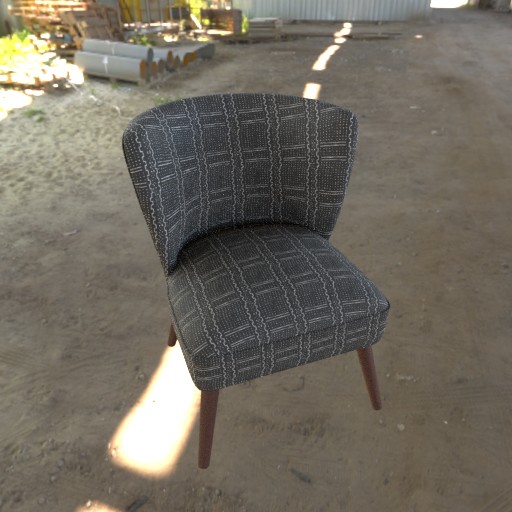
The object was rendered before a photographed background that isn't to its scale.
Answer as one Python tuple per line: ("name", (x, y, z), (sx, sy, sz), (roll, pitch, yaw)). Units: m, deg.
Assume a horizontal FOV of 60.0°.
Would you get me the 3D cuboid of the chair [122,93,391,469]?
("chair", (0.000, 0.000, 1.421), (0.710, 0.866, 0.758), (-11, 33, -18))
